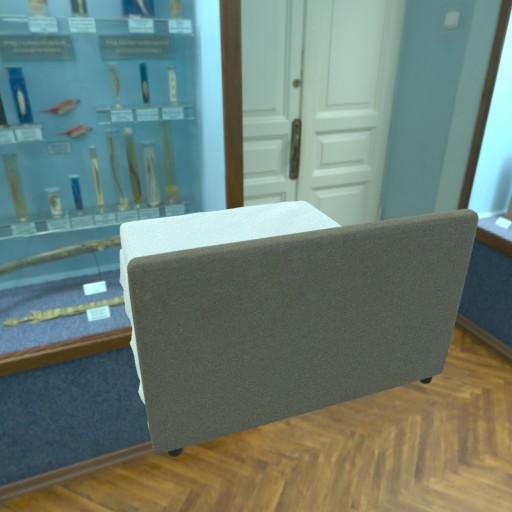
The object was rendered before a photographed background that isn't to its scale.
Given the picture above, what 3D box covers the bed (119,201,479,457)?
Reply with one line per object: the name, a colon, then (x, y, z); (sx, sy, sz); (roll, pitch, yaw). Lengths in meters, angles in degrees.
bed: (0.000, 0.000, 3.569); (2.119, 1.317, 2.341); (-9, 27, -18)
